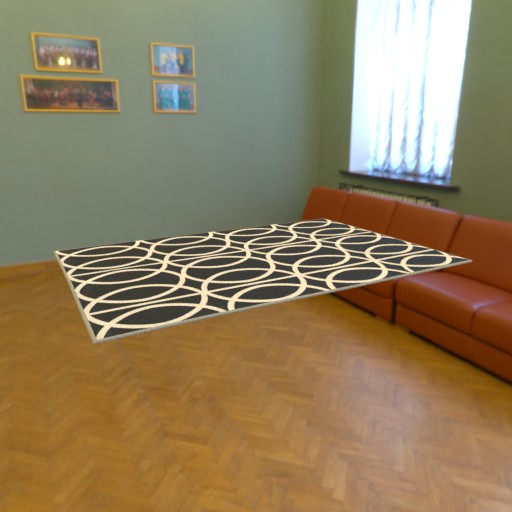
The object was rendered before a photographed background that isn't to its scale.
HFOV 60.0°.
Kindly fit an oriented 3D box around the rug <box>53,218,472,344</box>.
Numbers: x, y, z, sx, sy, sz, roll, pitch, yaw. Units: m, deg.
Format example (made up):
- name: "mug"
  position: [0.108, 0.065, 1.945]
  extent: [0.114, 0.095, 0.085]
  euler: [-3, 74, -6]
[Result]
- name: "rug"
  position: [0.000, 0.000, 2.895]
  extent: [2.294, 0.014, 1.528]
  euler: [-9, 18, -28]
